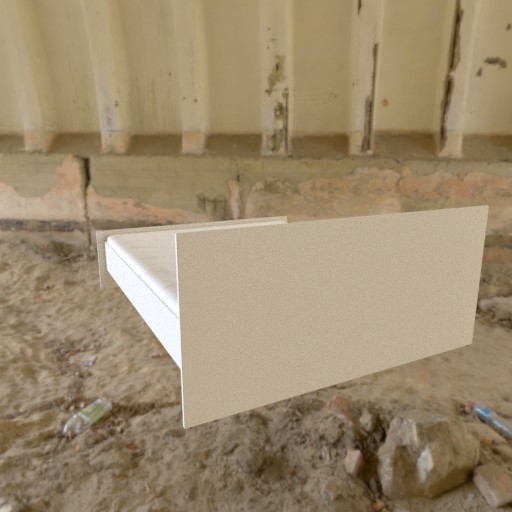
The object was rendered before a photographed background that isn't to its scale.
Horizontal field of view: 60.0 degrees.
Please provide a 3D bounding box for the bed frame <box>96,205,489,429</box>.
[{"bbox_3d":[0.000,0.000,2.952,1.720,0.800,2.060,-7,15,-27],"label":"bed frame"}]
